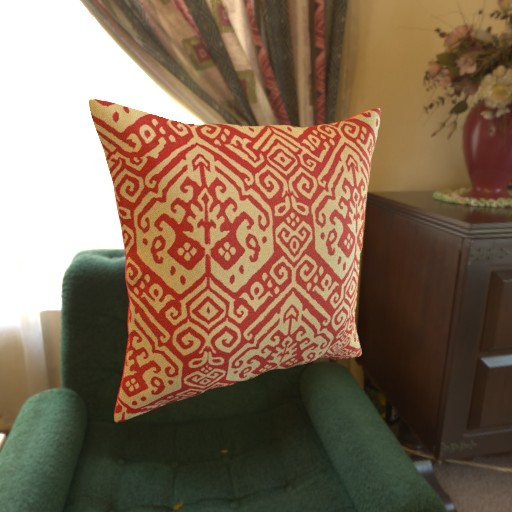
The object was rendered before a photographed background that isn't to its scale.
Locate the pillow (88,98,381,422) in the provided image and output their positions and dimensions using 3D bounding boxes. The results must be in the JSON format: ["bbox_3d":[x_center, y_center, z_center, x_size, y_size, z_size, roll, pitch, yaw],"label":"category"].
[{"bbox_3d":[0.000,0.000,0.777,0.522,0.507,0.192,-8,17,-27],"label":"pillow"}]
